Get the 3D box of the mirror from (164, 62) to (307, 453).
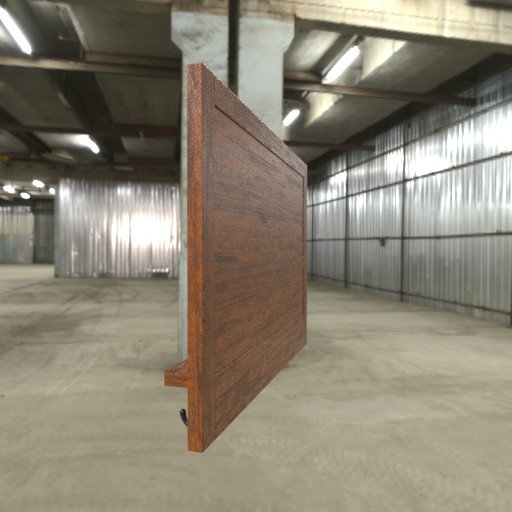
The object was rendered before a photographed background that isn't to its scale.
[{"bbox_3d":[0.000,0.000,0.981,0.084,0.537,0.758,0,1,17],"label":"mirror"}]
